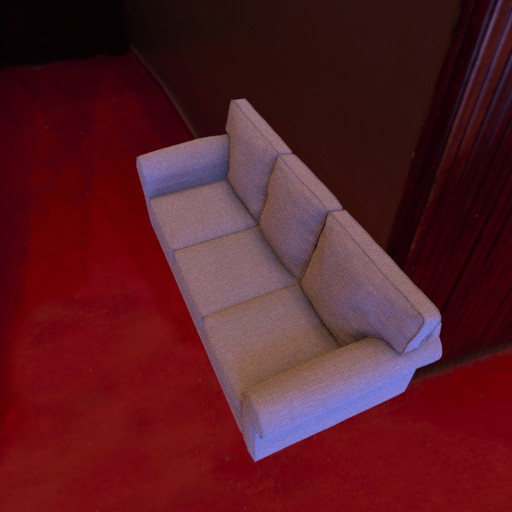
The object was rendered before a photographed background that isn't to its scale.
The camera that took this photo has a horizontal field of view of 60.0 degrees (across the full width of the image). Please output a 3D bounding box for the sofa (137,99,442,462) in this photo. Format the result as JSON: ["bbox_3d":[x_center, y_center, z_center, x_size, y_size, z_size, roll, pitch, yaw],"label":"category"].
[{"bbox_3d":[0.000,0.000,2.608,0.916,0.961,2.084,-18,49,-17],"label":"sofa"}]
